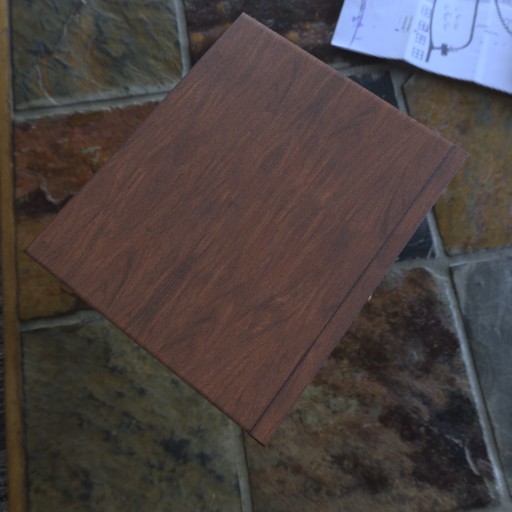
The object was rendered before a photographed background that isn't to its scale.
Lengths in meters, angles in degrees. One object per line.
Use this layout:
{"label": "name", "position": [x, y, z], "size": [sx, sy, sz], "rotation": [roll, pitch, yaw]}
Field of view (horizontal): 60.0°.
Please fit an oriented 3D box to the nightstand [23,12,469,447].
{"label": "nightstand", "position": [0.000, 0.000, 0.946], "size": [0.445, 0.607, 0.521], "rotation": [36, 78, 9]}
